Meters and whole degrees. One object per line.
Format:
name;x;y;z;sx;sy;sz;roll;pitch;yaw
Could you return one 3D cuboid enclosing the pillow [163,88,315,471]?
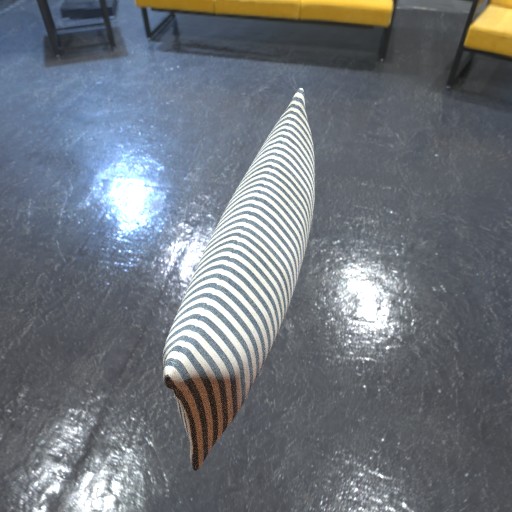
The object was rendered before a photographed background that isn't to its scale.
pillow;0.000;0.000;0.740;0.151;0.295;0.617;12;48;11
